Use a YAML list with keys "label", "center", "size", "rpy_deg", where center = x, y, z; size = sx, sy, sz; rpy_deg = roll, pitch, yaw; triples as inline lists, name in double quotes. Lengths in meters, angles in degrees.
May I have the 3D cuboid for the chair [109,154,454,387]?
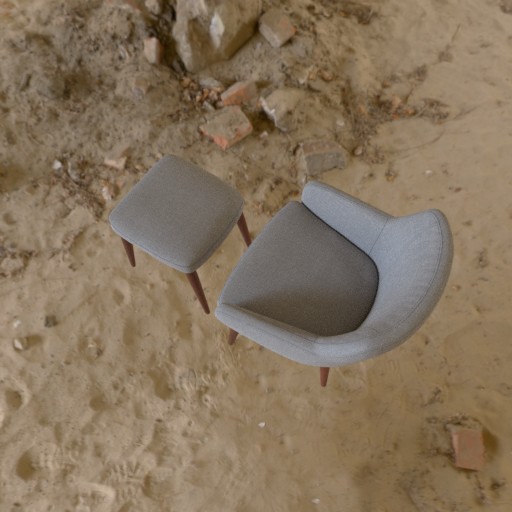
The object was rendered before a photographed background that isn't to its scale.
- label: "chair"
  center: [0.000, 0.000, 1.577]
  size: [1.107, 0.799, 0.584]
  rpy_deg: [30, 67, 14]
